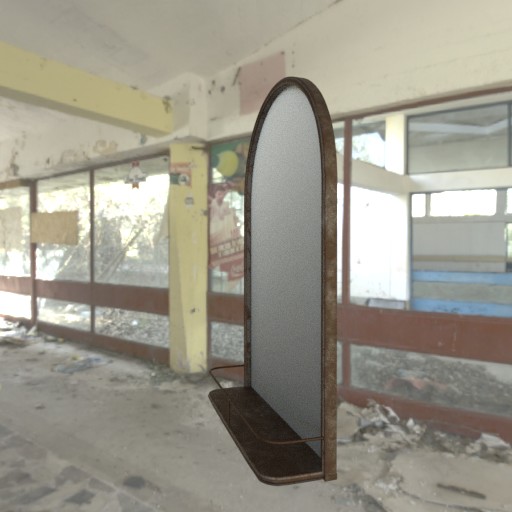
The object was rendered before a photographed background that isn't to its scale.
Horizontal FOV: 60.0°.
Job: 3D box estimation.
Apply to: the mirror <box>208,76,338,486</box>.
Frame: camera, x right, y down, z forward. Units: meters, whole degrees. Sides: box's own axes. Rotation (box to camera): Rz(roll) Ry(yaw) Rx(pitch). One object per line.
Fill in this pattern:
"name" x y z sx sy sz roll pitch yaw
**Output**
"mirror" 0.000 0.000 0.986 0.137 0.770 0.510 0 1 -17
